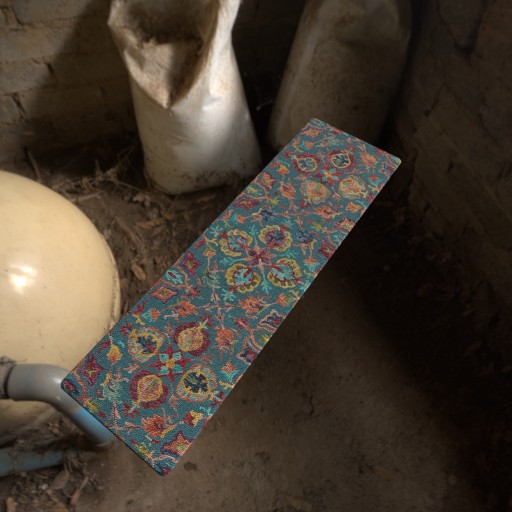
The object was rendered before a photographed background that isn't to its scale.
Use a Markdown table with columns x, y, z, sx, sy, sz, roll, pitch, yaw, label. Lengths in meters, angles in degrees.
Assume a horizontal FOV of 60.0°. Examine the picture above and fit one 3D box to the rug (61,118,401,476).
| x | y | z | sx | sy | sz | roll | pitch | yaw | label |
| --- | --- | --- | --- | --- | --- | --- | --- | --- | --- |
| 0.000 | 0.000 | 2.496 | 0.686 | 0.013 | 2.286 | 32 | 64 | 18 | rug |
